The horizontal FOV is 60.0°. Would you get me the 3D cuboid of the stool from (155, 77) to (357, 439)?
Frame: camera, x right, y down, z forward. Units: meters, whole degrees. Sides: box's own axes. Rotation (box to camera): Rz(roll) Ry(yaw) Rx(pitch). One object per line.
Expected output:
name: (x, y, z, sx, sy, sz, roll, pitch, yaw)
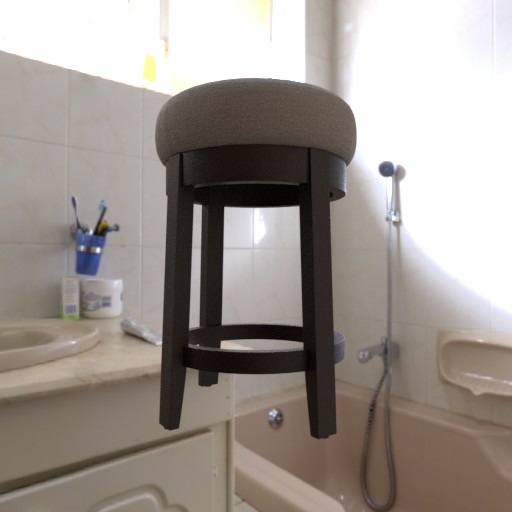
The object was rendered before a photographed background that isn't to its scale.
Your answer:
stool: (0.000, 0.000, 0.993, 0.443, 0.672, 0.443, 0, -1, 0)
